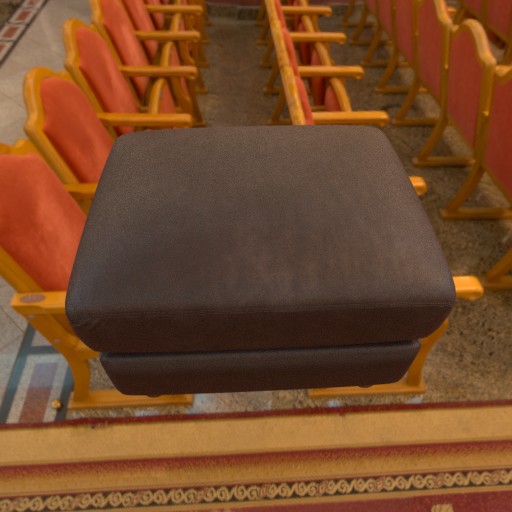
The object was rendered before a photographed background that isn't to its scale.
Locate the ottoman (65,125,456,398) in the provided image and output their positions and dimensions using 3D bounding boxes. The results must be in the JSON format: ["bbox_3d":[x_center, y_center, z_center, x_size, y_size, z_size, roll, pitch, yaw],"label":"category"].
[{"bbox_3d":[0.000,0.000,1.229,0.806,0.569,0.670,-2,46,-2],"label":"ottoman"}]
